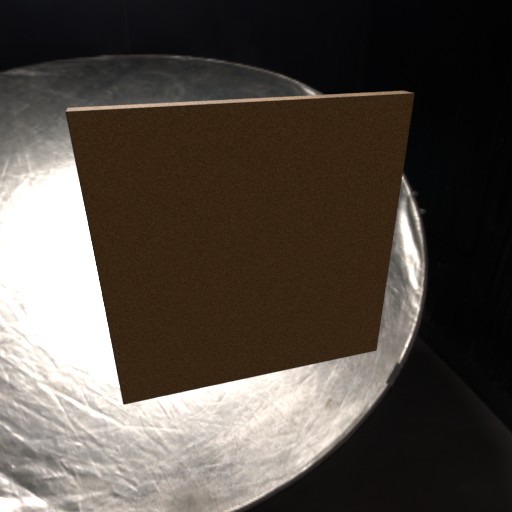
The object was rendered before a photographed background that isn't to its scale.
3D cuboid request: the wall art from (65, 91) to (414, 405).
[{"bbox_3d":[0.000,0.000,0.899,0.611,0.608,0.042,-8,28,-15],"label":"wall art"}]
